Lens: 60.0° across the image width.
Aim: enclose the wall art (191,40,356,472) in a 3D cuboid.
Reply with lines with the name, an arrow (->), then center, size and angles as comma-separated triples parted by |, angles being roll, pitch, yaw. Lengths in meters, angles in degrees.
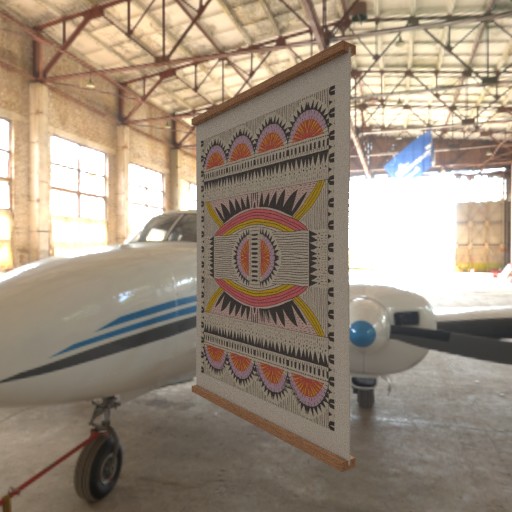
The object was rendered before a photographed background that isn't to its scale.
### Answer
wall art -> 0.000, 0.000, 0.817 | 0.028, 0.609, 0.456 | 0, 0, -36
